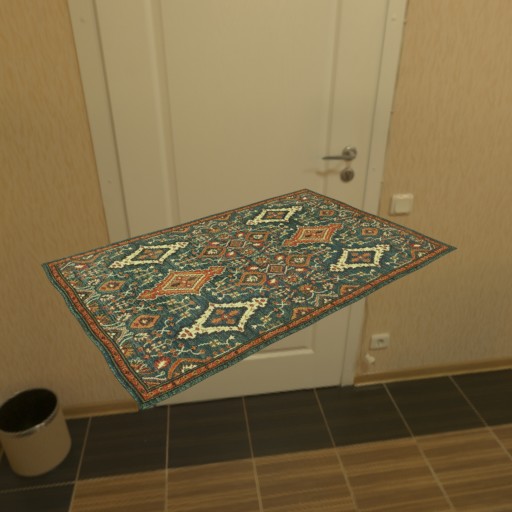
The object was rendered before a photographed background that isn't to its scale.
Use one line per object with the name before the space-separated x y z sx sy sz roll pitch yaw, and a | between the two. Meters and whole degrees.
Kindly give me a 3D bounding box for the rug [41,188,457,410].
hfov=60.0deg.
rug | 0.000 0.000 4.218 3.371 0.008 2.190 -20 34 -32
